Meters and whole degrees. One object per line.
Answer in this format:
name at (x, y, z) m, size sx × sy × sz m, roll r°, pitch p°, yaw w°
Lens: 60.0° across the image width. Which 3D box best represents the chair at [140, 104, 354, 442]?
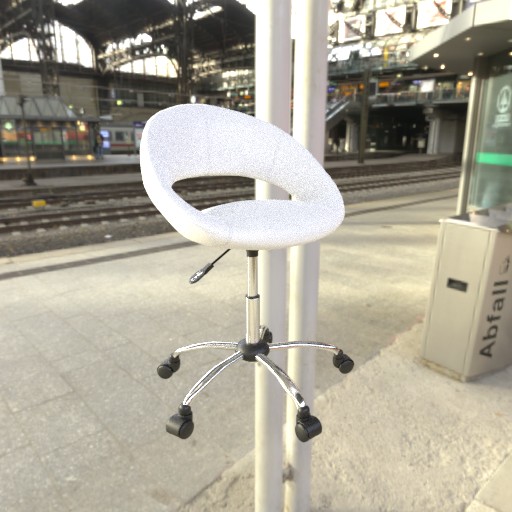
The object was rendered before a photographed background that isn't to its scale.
chair at (0.000, 0.000, 1.178) m, size 0.612 × 0.791 × 0.538 m, roll -13°, pitch 20°, yaw -42°
